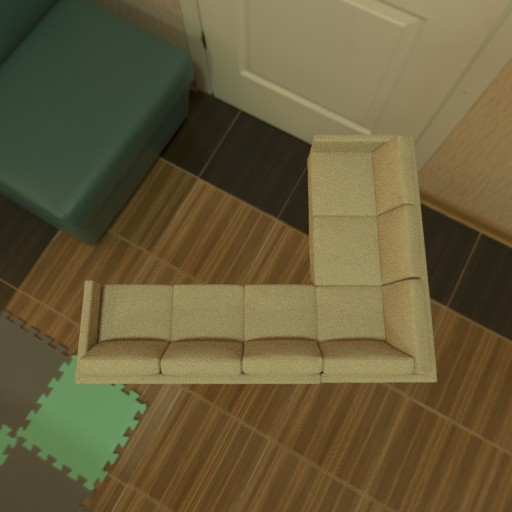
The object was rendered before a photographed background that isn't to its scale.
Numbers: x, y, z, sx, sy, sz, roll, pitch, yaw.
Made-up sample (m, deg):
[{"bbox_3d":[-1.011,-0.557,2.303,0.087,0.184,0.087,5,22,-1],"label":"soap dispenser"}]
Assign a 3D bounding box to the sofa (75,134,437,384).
[{"bbox_3d":[0.000,0.000,4.397,3.182,0.863,2.432,0,75,0],"label":"sofa"}]
